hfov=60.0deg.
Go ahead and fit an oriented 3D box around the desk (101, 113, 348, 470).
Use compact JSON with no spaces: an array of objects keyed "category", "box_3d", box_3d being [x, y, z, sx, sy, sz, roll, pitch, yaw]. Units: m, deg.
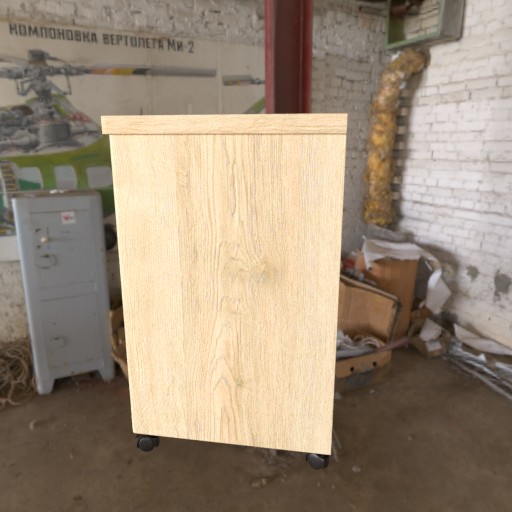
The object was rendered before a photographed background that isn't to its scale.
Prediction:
[{"category":"desk","box_3d":[0.000,0.000,1.345,0.480,0.770,0.885,2,15,9]}]
